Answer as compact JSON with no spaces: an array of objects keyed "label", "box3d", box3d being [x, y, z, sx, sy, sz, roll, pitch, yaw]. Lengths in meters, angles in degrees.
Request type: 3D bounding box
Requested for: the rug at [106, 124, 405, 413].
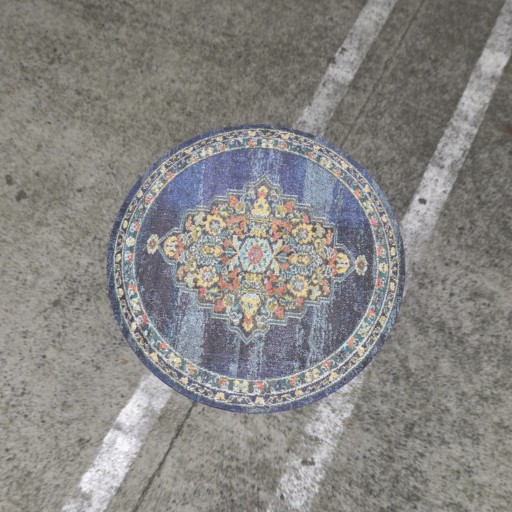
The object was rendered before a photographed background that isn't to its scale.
[{"label":"rug","box3d":[0.000,0.000,2.368,1.591,0.010,1.591,0,75,0]}]
